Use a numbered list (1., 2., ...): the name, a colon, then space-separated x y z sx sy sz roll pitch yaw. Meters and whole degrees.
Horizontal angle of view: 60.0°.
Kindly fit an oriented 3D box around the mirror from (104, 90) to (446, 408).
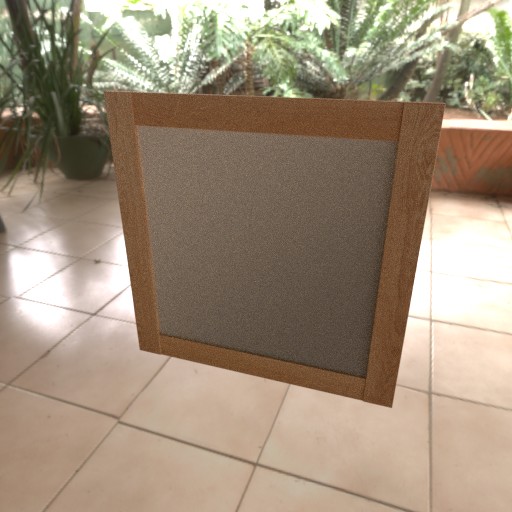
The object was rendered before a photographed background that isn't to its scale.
1. mirror: 0.000 0.000 1.175 0.800 0.800 0.020 8 27 17
